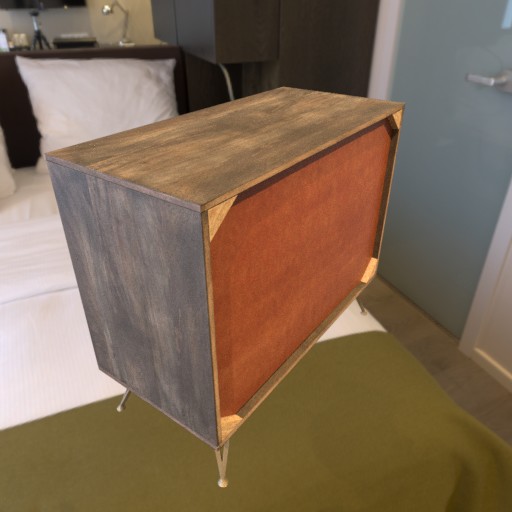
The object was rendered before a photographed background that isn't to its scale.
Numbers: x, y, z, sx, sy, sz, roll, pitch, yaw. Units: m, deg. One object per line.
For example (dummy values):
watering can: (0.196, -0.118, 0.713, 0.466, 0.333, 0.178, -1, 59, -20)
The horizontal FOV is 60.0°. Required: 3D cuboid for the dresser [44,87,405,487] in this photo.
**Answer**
dresser: (0.000, 0.000, 1.353, 0.453, 0.801, 0.923, 21, 37, 30)
